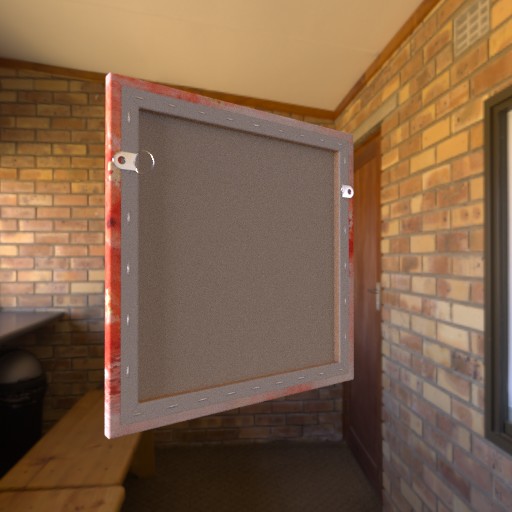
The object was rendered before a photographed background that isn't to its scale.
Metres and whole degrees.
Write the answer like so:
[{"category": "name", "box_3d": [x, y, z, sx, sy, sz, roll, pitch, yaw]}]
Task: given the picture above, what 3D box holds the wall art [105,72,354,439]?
[{"category": "wall art", "box_3d": [0.000, 0.000, 1.322, 0.878, 0.878, 0.066, 0, -1, -37]}]
